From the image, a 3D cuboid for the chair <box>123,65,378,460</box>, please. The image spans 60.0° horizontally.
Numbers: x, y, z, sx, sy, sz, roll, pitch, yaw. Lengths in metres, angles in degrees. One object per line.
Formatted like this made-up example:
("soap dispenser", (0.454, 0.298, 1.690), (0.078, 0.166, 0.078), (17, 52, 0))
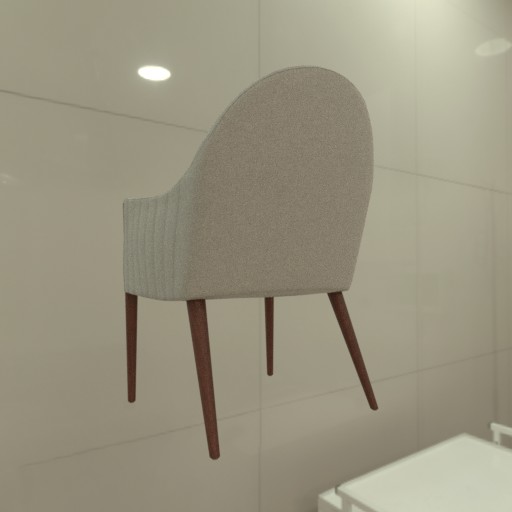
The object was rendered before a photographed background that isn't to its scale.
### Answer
("chair", (0.000, 0.000, 1.297), (0.610, 0.889, 0.620), (1, -1, -37))
